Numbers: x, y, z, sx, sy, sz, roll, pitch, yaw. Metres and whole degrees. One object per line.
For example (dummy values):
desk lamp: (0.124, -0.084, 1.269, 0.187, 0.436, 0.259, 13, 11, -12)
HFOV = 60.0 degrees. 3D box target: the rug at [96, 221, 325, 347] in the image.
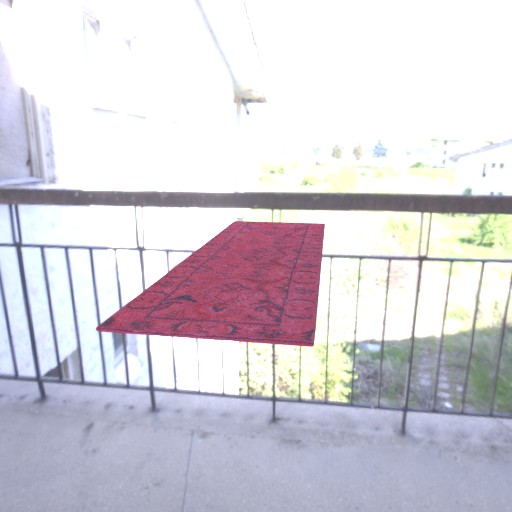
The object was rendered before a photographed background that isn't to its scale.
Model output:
rug: (0.000, 0.000, 2.756, 0.813, 0.018, 2.439, 2, 14, 9)
